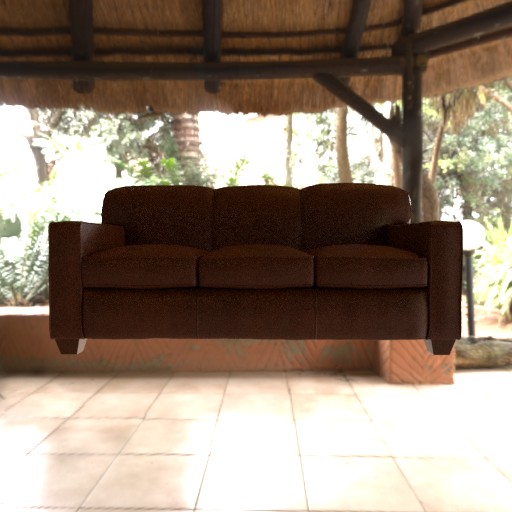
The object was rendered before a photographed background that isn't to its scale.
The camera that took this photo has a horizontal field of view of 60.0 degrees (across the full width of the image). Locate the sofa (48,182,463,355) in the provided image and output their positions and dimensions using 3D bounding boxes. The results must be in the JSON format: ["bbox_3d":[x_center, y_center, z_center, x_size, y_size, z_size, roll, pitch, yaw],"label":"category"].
[{"bbox_3d":[0.000,0.000,2.590,2.039,0.953,1.008,0,2,0],"label":"sofa"}]
